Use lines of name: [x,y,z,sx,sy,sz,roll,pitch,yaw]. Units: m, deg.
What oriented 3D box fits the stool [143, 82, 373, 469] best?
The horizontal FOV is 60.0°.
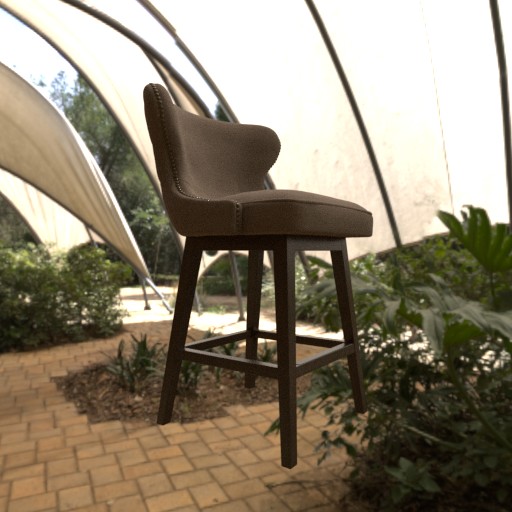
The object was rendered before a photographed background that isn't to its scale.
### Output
stool: [0.000,0.000,1.347,0.597,0.972,0.615,0,1,36]
